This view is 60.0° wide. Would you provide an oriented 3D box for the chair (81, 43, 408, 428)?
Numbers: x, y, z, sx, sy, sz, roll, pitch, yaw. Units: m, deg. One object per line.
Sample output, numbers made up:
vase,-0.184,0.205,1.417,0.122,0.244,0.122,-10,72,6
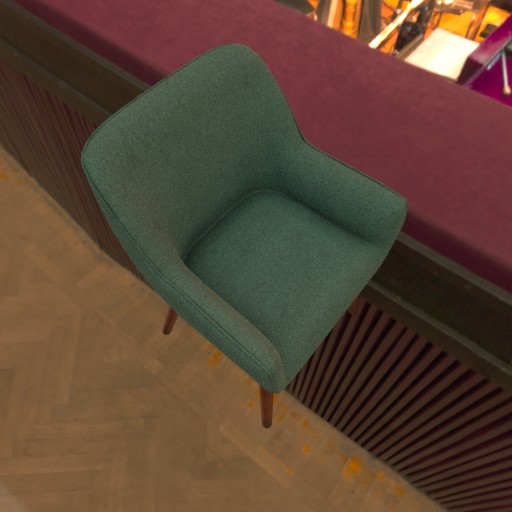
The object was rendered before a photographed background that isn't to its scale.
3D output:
chair,0.000,0.000,1.140,0.519,0.803,0.543,34,64,20
